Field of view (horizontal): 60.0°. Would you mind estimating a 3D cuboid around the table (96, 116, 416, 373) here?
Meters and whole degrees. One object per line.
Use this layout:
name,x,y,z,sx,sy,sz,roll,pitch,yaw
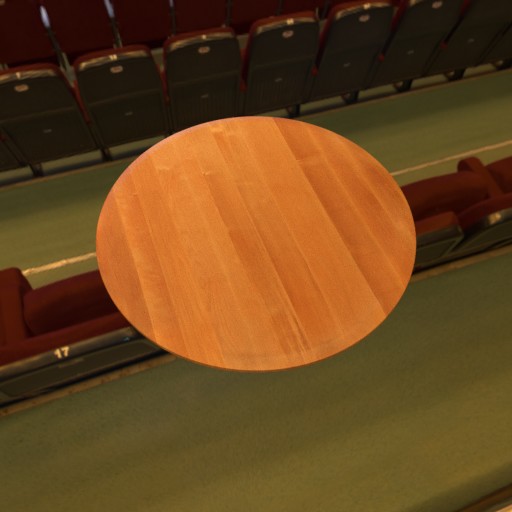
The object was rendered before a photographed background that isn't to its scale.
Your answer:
table,0.000,0.000,1.430,0.900,0.400,0.900,0,56,0
